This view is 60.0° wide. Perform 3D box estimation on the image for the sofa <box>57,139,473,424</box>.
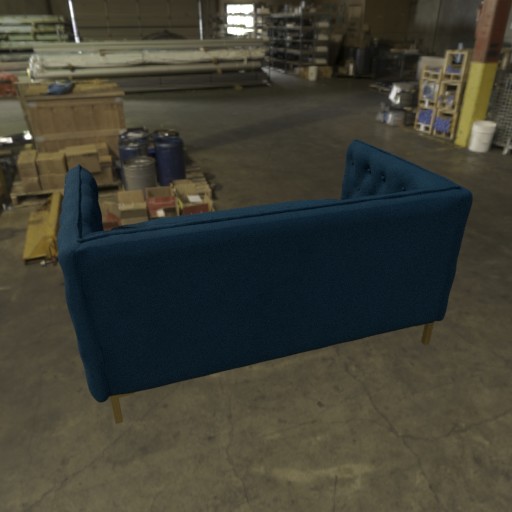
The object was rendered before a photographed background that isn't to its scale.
[{"bbox_3d":[0.000,0.000,2.079,1.583,0.810,0.909,-9,29,-17],"label":"sofa"}]
